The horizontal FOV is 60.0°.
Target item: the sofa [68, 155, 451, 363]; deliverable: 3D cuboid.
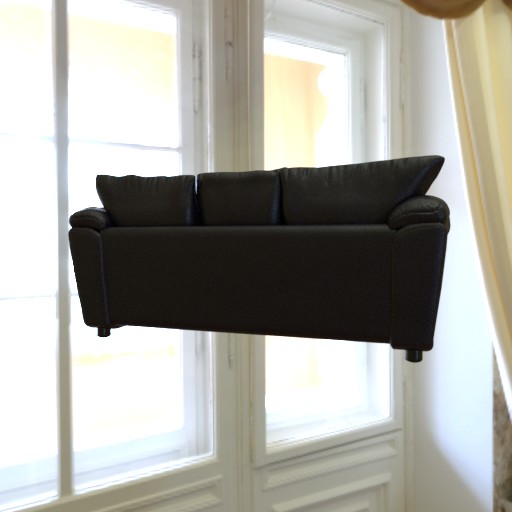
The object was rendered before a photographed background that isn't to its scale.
[{"bbox_3d":[0.000,0.000,2.878,2.336,1.073,0.880,1,2,18],"label":"sofa"}]
